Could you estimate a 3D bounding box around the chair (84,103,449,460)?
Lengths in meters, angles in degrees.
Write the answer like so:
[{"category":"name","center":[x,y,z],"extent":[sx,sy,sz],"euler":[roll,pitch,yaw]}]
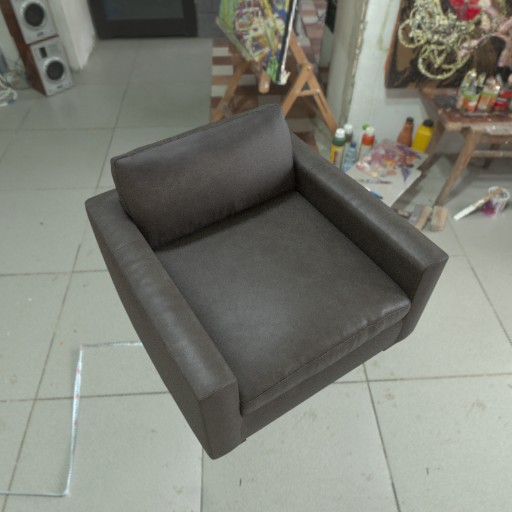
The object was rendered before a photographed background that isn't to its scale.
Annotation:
[{"category":"chair","center":[0.000,0.000,1.866],"extent":[1.106,0.807,1.080],"euler":[-25,52,-21]}]
